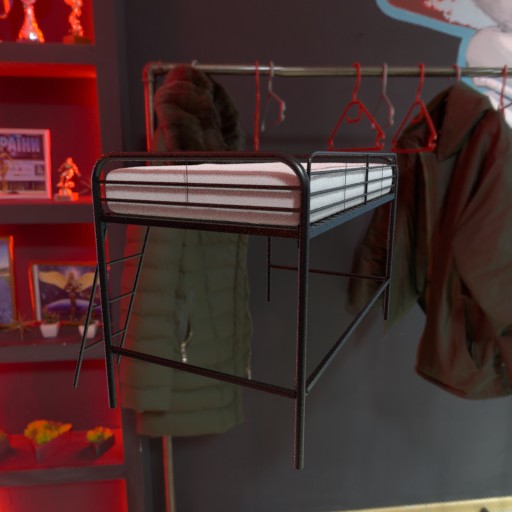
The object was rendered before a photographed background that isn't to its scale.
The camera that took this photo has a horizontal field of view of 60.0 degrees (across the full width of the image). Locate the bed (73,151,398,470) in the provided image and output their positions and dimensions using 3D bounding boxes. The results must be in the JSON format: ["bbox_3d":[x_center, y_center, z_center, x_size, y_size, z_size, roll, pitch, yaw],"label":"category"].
[{"bbox_3d":[0.000,0.000,2.848,1.393,1.289,1.968,6,14,26],"label":"bed"}]
